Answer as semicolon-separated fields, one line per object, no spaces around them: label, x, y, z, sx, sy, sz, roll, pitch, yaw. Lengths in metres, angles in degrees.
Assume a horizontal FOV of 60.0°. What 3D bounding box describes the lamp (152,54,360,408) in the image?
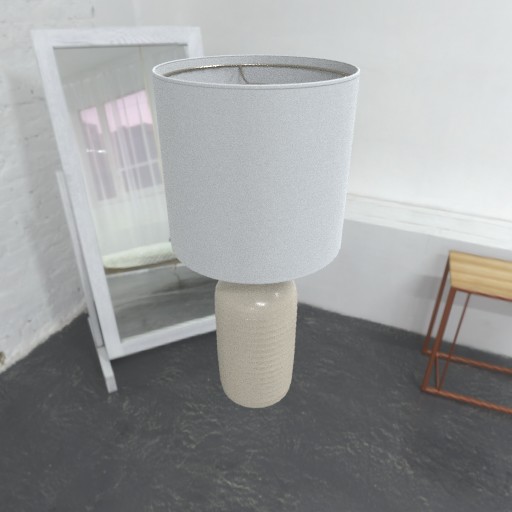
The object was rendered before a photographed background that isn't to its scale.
lamp;0.000;0.000;0.600;0.220;0.475;0.220;1;31;2
